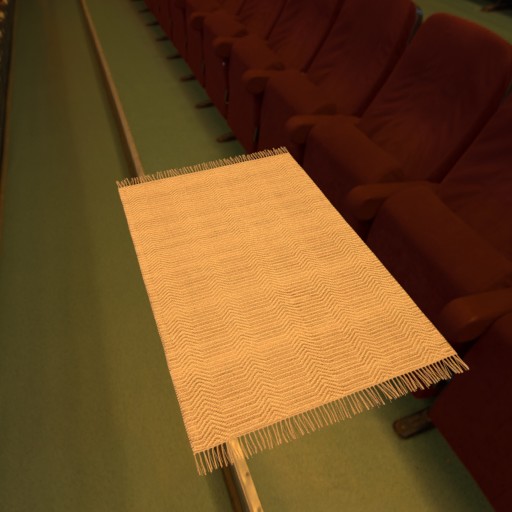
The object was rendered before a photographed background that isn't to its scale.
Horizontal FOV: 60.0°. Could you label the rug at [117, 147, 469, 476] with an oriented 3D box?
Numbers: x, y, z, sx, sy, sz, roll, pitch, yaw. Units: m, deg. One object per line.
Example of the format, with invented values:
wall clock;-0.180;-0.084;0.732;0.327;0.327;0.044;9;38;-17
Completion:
rug;0.000;0.000;2.439;1.224;0.027;2.021;-15;46;-15
